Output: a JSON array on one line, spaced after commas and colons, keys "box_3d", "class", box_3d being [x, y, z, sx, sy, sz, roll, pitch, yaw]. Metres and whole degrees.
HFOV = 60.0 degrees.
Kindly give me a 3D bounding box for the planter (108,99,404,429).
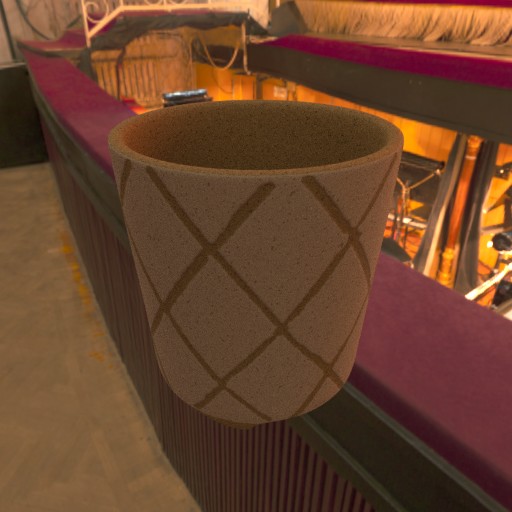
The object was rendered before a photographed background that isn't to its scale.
[{"box_3d": [0.000, 0.000, 0.345, 0.191, 0.199, 0.191, 0, 30, 0], "class": "planter"}]
